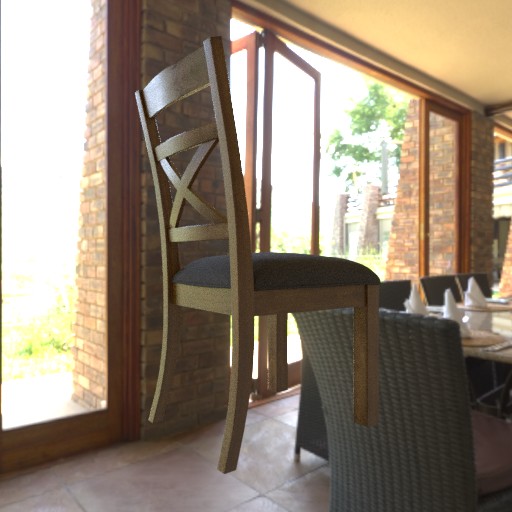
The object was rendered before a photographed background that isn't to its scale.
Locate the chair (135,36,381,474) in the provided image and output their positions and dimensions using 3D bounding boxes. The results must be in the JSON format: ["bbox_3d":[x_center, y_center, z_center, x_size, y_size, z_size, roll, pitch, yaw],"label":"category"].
[{"bbox_3d":[0.000,0.000,1.268,0.581,0.949,0.470,0,0,-37],"label":"chair"}]
